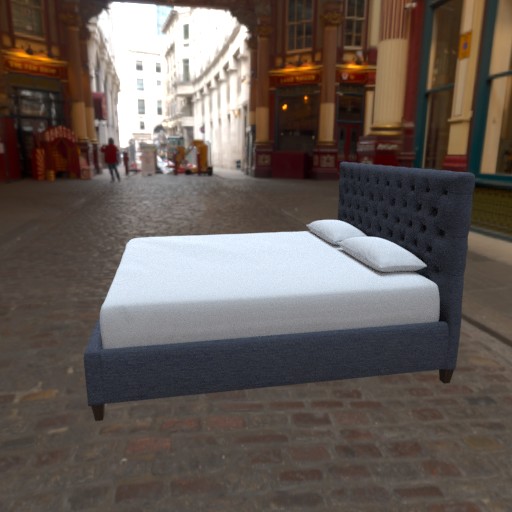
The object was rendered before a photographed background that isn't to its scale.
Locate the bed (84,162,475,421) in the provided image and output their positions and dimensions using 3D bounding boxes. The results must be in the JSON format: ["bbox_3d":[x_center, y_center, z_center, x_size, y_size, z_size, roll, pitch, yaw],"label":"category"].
[{"bbox_3d":[0.000,0.000,3.615,2.387,1.427,2.078,-3,14,-11],"label":"bed"}]
